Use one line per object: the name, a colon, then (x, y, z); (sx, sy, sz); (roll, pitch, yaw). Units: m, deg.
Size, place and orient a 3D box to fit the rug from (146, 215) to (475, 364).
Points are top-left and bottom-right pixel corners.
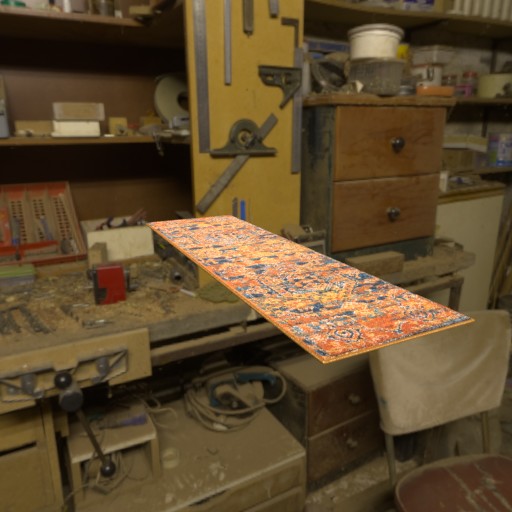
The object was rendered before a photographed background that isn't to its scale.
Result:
rug: (0.000, 0.000, 1.988); (0.556, 0.013, 1.820); (-8, 18, -26)
